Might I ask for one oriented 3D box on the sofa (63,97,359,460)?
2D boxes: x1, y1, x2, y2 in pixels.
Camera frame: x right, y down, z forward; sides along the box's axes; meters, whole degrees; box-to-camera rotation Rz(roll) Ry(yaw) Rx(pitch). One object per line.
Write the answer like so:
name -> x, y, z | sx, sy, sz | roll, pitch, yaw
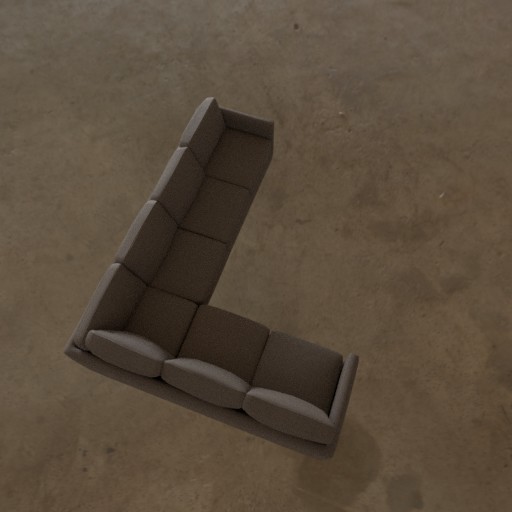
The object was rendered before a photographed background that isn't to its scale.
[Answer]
sofa -> 0.000, 0.000, 4.704 | 2.593, 0.947, 3.302 | 18, 66, 9
